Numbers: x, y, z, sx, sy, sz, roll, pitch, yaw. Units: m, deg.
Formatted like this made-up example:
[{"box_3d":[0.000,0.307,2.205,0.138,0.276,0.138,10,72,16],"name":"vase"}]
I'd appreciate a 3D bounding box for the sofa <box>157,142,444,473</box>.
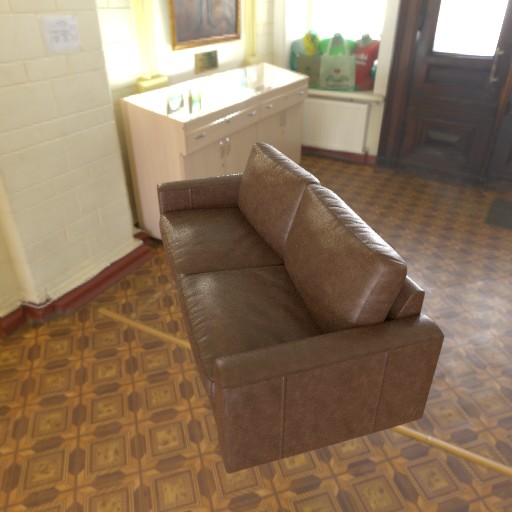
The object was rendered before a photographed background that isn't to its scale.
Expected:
[{"box_3d":[0.000,0.000,2.707,1.016,0.873,2.179,-9,32,-15],"name":"sofa"}]
